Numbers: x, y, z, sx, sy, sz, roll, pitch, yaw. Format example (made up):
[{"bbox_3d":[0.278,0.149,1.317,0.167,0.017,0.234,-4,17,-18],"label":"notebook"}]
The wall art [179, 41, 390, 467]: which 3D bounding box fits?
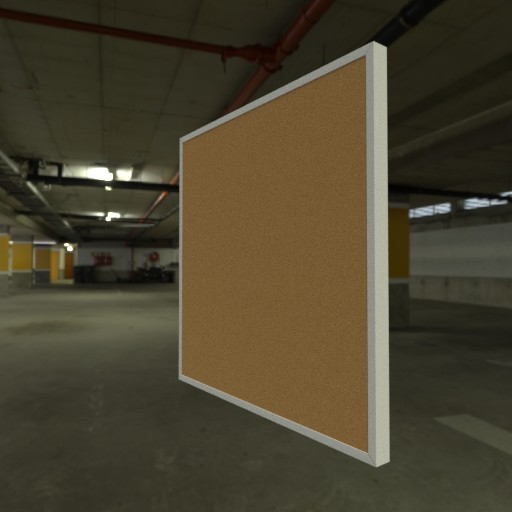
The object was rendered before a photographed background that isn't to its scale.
[{"bbox_3d":[0.000,0.000,1.109,0.038,0.762,0.762,1,-2,-37],"label":"wall art"}]
